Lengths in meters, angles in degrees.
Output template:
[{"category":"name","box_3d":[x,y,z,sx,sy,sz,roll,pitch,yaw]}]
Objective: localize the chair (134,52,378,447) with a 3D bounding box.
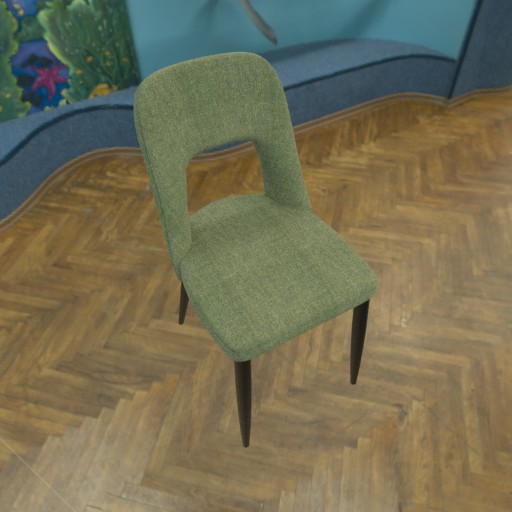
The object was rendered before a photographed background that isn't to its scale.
[{"category":"chair","box_3d":[0.000,0.000,1.278,0.470,0.931,0.612,-23,50,-20]}]
